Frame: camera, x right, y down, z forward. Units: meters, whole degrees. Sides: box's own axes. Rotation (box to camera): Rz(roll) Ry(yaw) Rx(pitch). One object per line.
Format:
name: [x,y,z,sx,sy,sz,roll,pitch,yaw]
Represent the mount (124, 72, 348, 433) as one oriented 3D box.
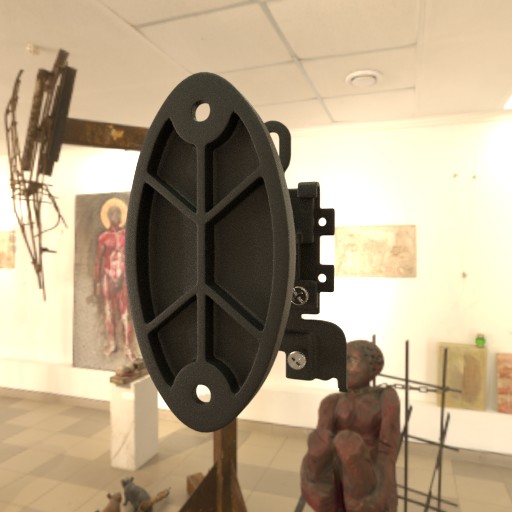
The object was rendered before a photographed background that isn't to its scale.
mount: [0.000,0.000,0.176,0.066,0.118,0.100,0,1,19]
